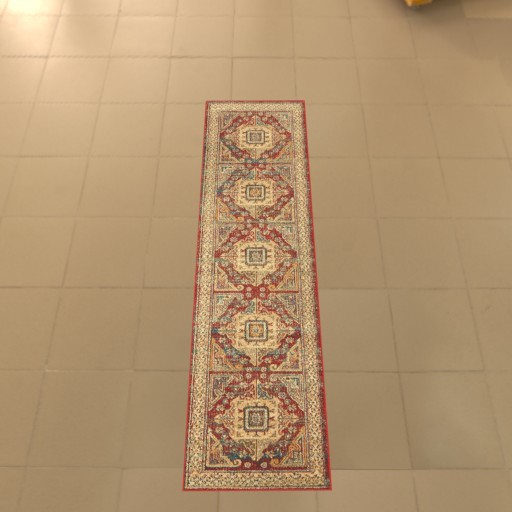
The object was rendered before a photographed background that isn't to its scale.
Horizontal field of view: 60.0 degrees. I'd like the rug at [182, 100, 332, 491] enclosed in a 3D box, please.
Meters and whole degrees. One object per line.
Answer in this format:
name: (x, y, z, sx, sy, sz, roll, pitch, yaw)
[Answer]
rug: (0.000, 0.000, 2.446, 0.659, 0.015, 2.292, 0, 64, 0)
